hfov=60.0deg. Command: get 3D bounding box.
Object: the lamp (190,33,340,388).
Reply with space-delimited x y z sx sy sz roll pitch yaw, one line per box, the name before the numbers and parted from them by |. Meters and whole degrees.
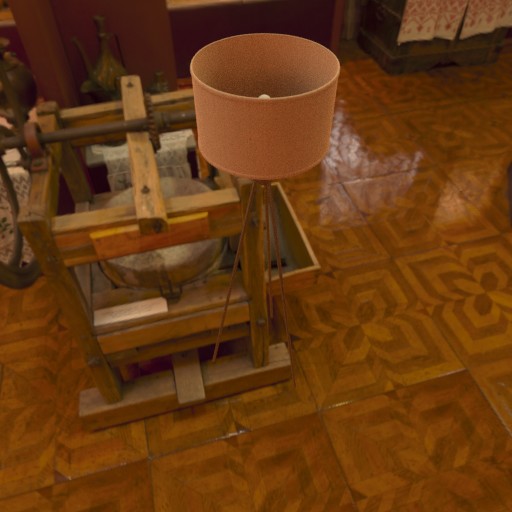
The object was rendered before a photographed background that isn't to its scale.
lamp | 0.000 0.000 1.774 0.460 1.545 0.449 -10 48 -9
